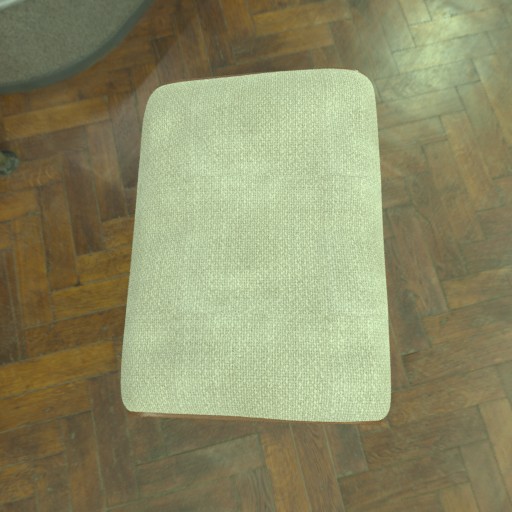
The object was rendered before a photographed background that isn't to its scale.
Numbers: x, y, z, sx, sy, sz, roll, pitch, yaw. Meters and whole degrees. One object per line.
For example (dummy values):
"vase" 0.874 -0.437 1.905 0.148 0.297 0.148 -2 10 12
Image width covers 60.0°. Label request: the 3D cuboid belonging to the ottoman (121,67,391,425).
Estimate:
"ottoman" 0.000 0.000 0.787 0.394 0.391 0.520 1 76 0
